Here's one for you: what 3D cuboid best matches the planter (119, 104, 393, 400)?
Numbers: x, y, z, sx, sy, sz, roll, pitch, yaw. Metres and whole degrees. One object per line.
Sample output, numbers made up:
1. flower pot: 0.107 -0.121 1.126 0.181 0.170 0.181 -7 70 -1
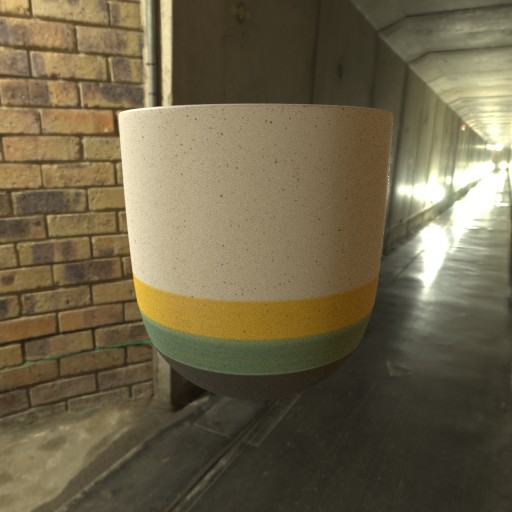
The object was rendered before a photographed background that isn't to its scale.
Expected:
1. planter: 0.000 0.000 0.353 0.195 0.214 0.195 0 14 0
